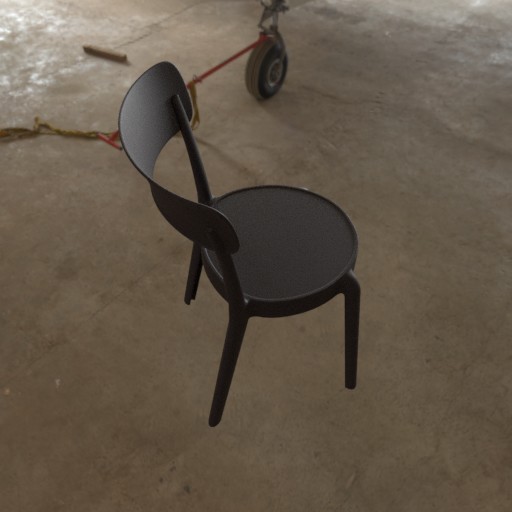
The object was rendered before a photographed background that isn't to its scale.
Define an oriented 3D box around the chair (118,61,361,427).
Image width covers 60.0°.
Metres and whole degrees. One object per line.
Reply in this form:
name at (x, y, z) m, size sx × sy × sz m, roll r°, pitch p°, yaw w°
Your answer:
chair at (0.000, 0.000, 1.093) m, size 0.491 × 0.790 × 0.506 m, roll -11°, pitch 48°, yaw -10°
